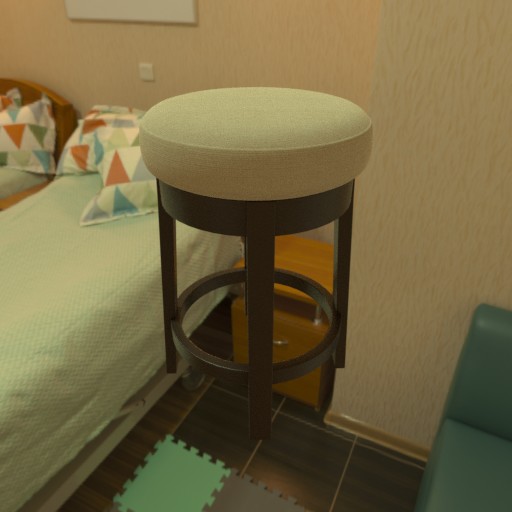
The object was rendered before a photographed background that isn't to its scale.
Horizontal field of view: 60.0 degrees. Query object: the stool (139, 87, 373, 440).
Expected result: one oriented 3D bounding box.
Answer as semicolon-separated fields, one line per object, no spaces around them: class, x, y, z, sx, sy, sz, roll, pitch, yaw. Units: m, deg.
stool;0.000;0.000;0.972;0.449;0.655;0.449;0;30;0
